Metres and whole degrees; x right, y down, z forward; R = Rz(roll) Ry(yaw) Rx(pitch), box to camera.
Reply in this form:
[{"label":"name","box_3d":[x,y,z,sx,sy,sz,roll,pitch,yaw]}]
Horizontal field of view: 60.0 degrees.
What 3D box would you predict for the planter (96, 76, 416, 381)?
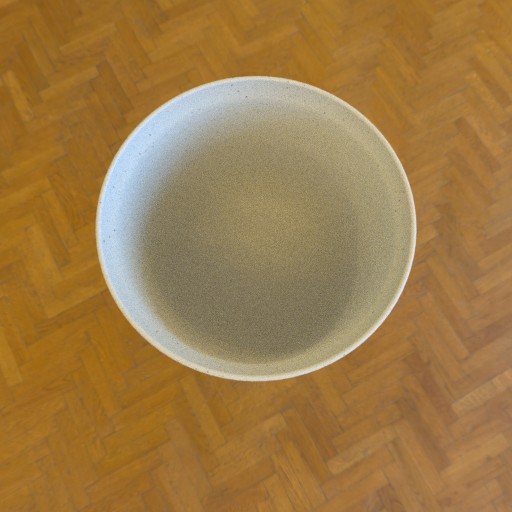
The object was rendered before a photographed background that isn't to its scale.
[{"label":"planter","box_3d":[0.000,0.000,0.385,0.204,0.214,0.204,0,76,0]}]
